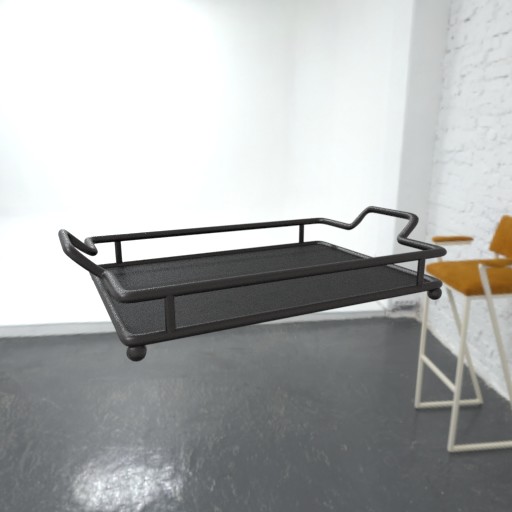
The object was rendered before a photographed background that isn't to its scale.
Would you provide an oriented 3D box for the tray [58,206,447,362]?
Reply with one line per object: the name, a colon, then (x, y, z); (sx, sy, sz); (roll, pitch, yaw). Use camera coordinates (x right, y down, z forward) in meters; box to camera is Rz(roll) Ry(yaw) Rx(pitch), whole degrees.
tray: (0.000, 0.000, 0.619); (0.495, 0.101, 0.297); (-7, 16, -25)
